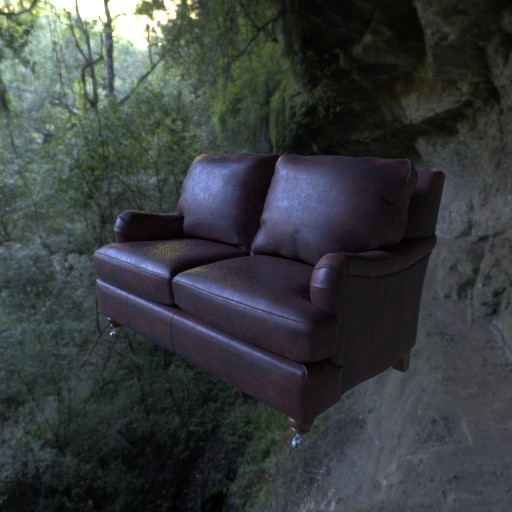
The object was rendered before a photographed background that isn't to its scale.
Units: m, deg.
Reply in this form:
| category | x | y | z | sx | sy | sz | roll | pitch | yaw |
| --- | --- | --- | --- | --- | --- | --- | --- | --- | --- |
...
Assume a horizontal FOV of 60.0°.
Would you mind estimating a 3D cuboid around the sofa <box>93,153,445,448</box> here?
| category | x | y | z | sx | sy | sz | roll | pitch | yaw |
| --- | --- | --- | --- | --- | --- | --- | --- | --- | --- |
| sofa | 0.000 | 0.000 | 2.398 | 1.628 | 1.070 | 1.148 | 14 | 20 | 42 |
